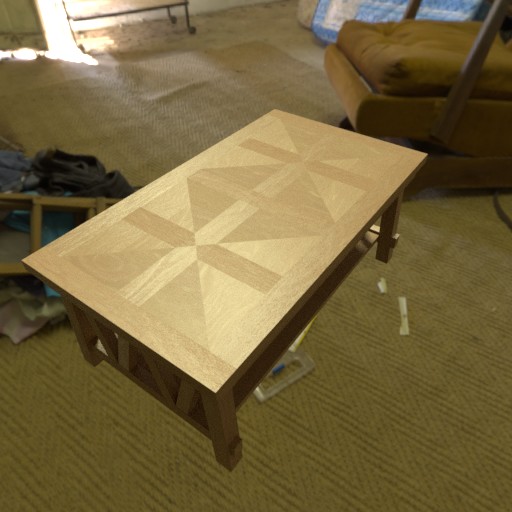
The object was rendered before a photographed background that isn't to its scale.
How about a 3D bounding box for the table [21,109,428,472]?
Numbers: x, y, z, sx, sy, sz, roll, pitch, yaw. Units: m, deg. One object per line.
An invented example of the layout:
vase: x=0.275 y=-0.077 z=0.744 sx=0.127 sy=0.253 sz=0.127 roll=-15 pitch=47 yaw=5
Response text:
table: x=0.000 y=0.000 z=1.643 sx=0.711 sy=0.507 sz=1.270 roll=26 pitch=48 yaw=26
